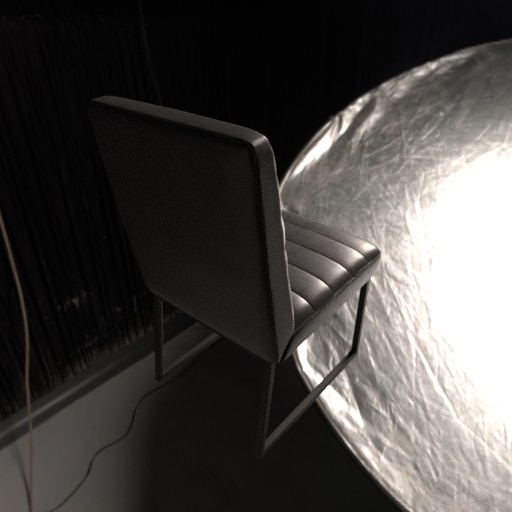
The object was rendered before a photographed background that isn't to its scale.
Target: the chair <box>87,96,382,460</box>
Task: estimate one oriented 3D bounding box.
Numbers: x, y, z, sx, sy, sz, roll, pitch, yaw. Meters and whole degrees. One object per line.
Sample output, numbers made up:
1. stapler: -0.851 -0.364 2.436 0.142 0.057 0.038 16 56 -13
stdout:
1. chair: 0.000 0.000 1.301 0.520 0.930 0.634 24 39 34
